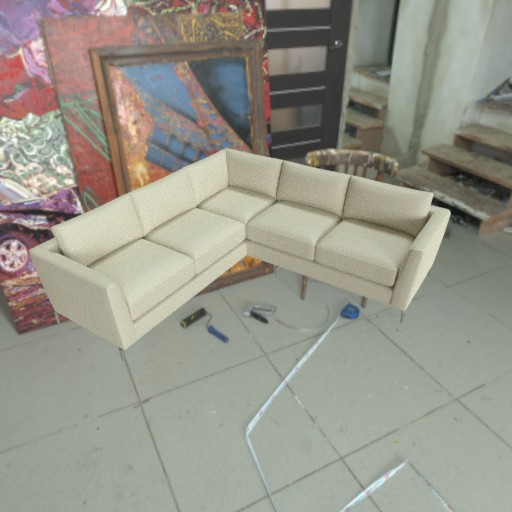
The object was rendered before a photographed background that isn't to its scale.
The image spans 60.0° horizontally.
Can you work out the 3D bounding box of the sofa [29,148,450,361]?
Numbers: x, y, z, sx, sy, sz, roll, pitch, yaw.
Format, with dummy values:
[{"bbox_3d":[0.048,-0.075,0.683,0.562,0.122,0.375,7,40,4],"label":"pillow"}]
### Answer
[{"bbox_3d":[0.000,0.000,3.659,2.448,0.867,2.430,19,37,28],"label":"sofa"}]
